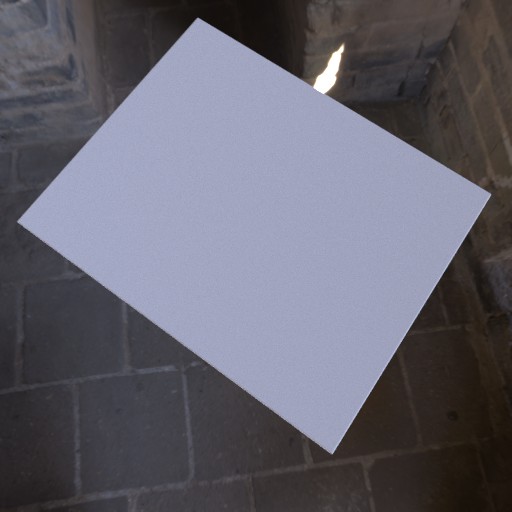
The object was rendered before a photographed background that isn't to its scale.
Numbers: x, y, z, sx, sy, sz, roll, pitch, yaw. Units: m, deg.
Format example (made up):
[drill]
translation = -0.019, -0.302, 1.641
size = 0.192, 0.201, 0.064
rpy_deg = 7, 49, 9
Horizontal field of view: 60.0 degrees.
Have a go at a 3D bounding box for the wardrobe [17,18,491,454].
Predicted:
[wardrobe]
translation = 0.000, 0.000, 0.848
size = 0.500, 0.520, 0.400
rpy_deg = 34, 78, 8
